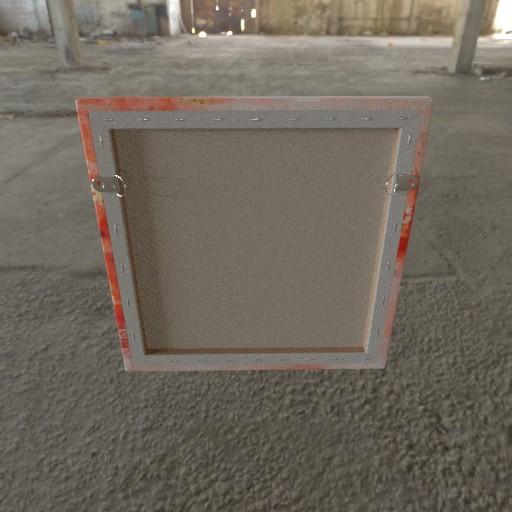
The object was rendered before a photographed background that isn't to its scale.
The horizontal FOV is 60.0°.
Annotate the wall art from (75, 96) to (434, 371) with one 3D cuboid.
[{"bbox_3d":[0.000,0.000,1.101,0.747,0.746,0.064,0,29,-1],"label":"wall art"}]
